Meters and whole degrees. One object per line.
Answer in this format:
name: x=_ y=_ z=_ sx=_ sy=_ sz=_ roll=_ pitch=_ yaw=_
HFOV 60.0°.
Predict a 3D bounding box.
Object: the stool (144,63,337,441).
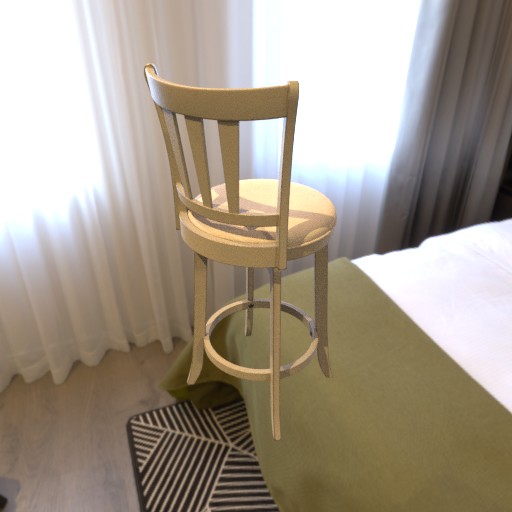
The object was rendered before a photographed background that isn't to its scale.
stool: x=0.000 y=0.000 z=1.301 sx=0.436 sy=1.042 sz=0.475 roll=21 pitch=36 yaw=32
